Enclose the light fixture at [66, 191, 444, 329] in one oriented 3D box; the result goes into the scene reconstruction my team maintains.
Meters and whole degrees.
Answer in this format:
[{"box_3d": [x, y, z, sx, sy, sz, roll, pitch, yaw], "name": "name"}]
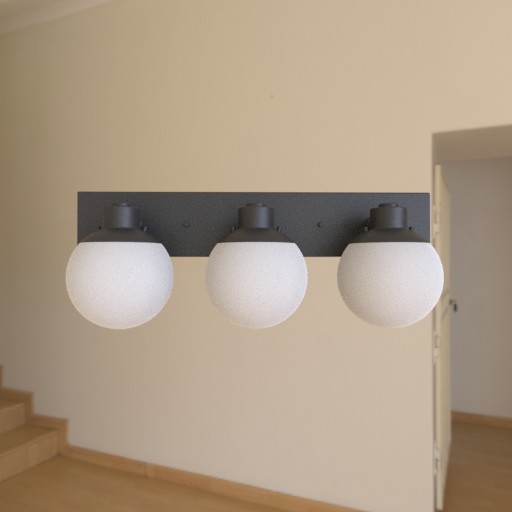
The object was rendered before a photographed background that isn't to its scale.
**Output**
[{"box_3d": [0.000, 0.000, 0.825, 0.721, 0.263, 0.218, 0, -1, -1], "name": "light fixture"}]
